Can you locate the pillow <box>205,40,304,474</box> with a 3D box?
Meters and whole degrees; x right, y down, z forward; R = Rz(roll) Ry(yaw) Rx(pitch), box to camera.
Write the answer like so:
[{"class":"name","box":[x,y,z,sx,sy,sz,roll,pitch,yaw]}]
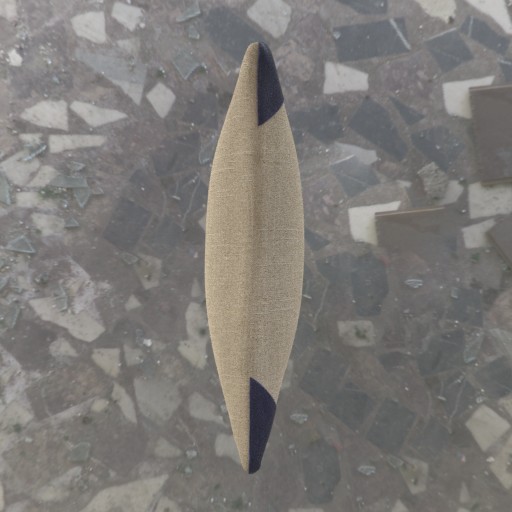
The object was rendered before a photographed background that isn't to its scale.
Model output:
[{"class":"pillow","box":[0.000,0.000,0.657,0.147,0.441,0.440,0,89,-1]}]
